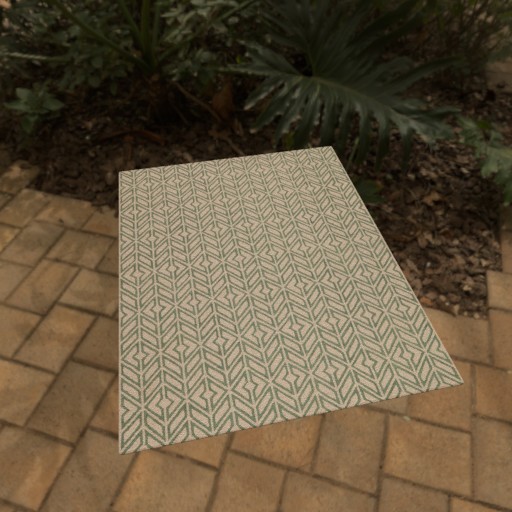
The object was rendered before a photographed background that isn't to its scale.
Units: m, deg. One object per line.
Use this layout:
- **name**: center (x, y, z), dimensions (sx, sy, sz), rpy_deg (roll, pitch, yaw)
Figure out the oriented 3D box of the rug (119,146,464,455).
- **rug**: center (0.000, 0.000, 4.029), dimensions (2.441, 0.017, 3.050), rpy_deg (-9, 48, -8)
